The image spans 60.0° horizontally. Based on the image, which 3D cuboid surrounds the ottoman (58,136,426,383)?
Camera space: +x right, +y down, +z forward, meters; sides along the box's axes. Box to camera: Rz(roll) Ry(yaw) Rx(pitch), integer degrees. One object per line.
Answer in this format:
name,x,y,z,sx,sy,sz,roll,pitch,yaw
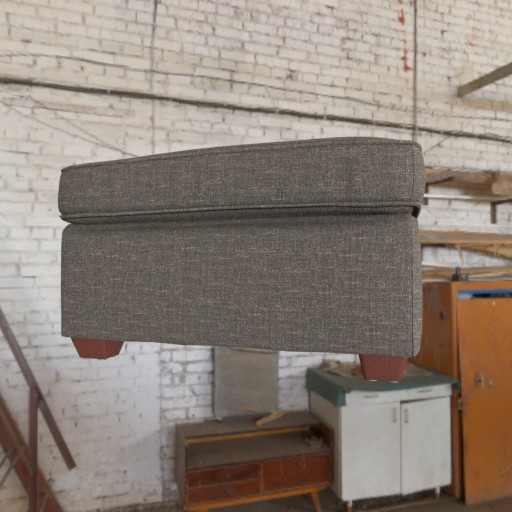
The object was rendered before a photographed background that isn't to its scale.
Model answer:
ottoman,0.000,0.000,1.070,0.749,0.450,0.549,0,-1,17
